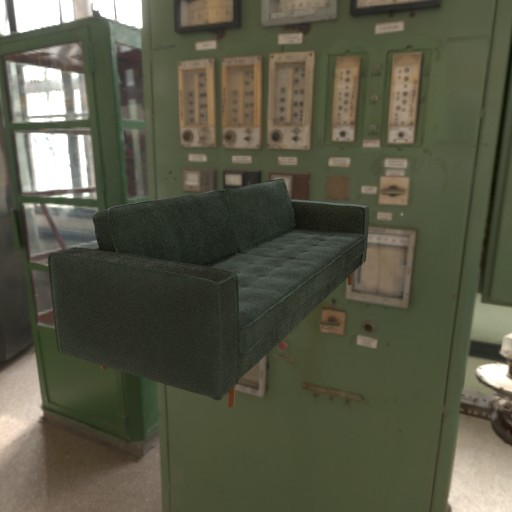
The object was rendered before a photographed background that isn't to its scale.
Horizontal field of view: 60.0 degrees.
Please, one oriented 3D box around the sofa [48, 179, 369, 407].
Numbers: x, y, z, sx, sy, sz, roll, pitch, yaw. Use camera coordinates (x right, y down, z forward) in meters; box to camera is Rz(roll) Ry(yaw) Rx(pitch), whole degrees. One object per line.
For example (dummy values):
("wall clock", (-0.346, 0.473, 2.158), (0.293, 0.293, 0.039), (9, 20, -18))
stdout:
("sofa", (0.000, 0.000, 2.648), (0.886, 0.781, 2.214), (7, 16, 26))
